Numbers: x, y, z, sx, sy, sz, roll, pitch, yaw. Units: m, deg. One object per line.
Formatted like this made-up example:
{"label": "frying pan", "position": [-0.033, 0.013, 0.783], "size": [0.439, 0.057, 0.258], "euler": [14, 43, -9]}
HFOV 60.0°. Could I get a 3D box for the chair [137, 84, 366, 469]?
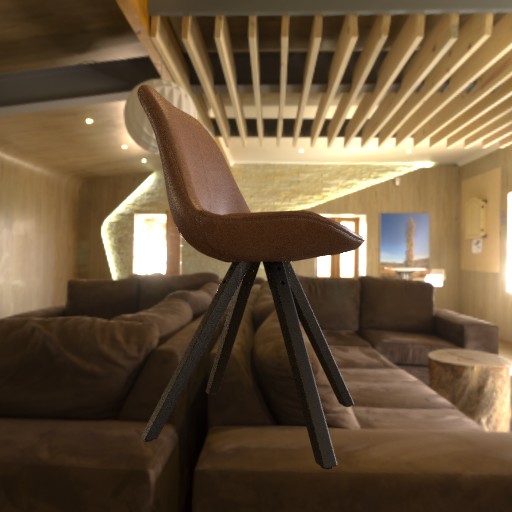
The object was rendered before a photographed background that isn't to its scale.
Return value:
{"label": "chair", "position": [0.000, 0.000, 1.143], "size": [0.550, 0.850, 0.475], "euler": [0, -1, 17]}
